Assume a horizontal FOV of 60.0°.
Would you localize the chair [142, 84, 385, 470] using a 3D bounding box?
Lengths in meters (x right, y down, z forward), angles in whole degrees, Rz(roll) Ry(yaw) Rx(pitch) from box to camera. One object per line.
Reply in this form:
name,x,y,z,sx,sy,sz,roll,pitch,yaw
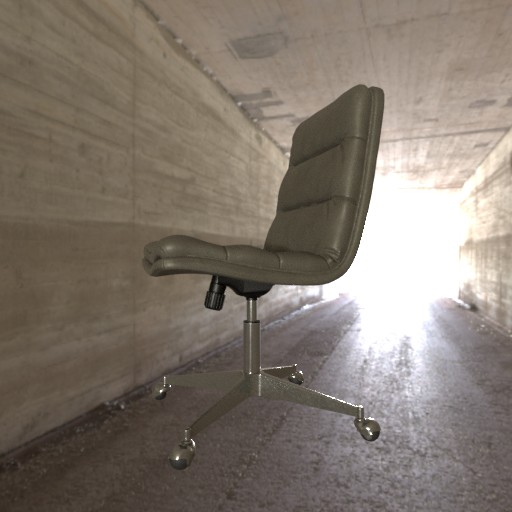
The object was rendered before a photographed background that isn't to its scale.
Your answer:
chair,0.000,0.000,1.010,0.485,0.738,0.422,0,1,-18
